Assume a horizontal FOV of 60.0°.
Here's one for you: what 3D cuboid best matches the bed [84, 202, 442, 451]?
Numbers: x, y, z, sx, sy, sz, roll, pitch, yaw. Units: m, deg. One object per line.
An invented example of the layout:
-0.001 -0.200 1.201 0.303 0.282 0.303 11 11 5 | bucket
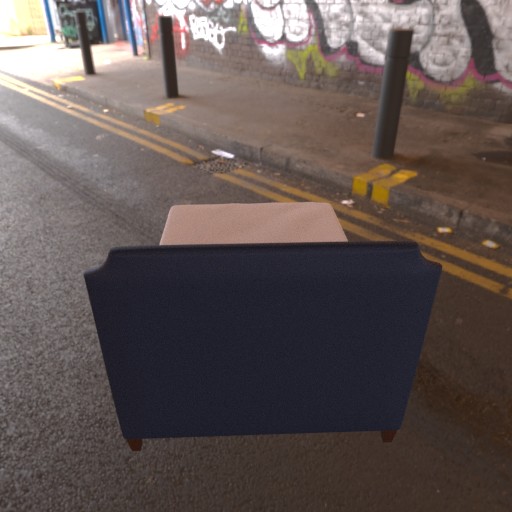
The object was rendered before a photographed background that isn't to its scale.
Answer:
0.000 0.000 3.380 1.712 1.443 2.372 -1 30 -2 | bed
